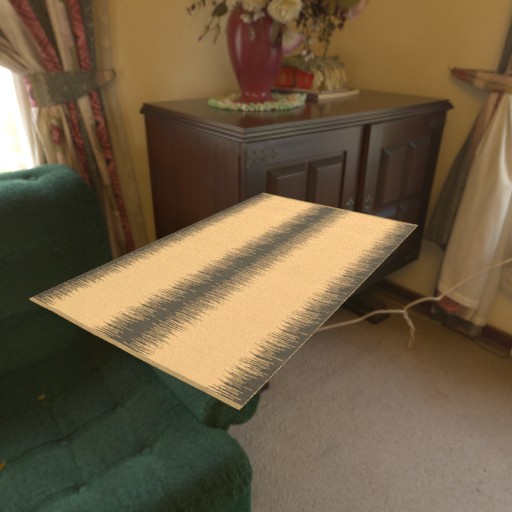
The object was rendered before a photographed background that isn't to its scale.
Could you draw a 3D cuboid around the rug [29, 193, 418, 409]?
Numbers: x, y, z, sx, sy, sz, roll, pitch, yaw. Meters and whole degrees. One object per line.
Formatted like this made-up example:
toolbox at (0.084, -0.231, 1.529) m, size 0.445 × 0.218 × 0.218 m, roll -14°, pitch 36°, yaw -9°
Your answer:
rug at (0.000, 0.000, 3.089) m, size 1.519 × 0.003 × 2.453 m, roll 17°, pitch 30°, yaw 31°
